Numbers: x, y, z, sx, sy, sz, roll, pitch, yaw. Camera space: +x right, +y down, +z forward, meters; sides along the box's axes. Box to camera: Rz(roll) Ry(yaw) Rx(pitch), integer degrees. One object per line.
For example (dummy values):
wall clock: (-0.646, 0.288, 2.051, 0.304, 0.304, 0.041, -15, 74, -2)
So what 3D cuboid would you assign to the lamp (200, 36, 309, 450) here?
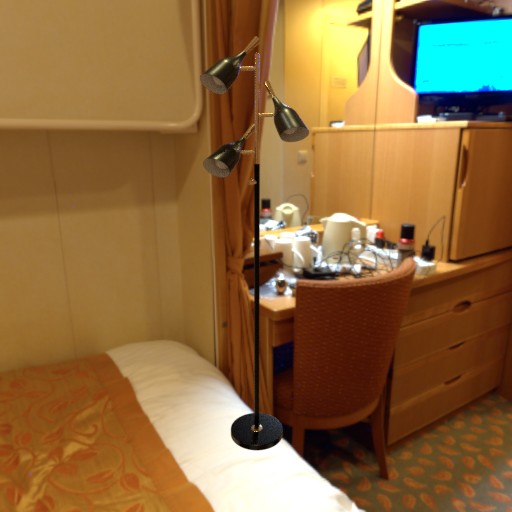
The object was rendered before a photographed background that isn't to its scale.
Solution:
lamp: (0.000, 0.000, 1.929, 0.434, 1.778, 0.253, 2, 15, 9)
